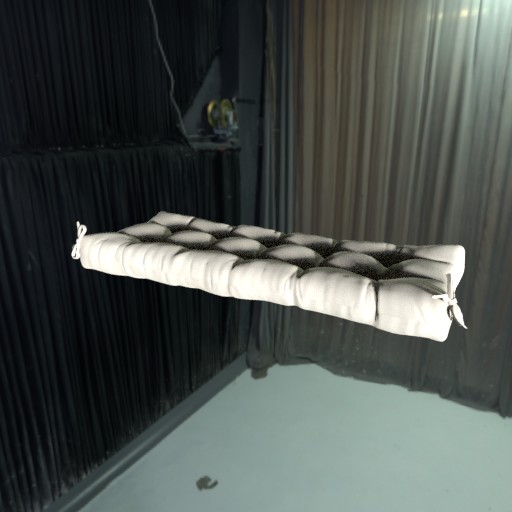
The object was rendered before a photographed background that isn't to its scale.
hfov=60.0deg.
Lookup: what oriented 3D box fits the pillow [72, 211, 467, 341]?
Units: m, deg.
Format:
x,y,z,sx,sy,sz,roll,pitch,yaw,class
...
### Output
x,y,z,sx,sy,sz,roll,pitch,yaw,class
0.000,0.000,1.348,1.194,0.174,0.511,9,19,26,pillow
